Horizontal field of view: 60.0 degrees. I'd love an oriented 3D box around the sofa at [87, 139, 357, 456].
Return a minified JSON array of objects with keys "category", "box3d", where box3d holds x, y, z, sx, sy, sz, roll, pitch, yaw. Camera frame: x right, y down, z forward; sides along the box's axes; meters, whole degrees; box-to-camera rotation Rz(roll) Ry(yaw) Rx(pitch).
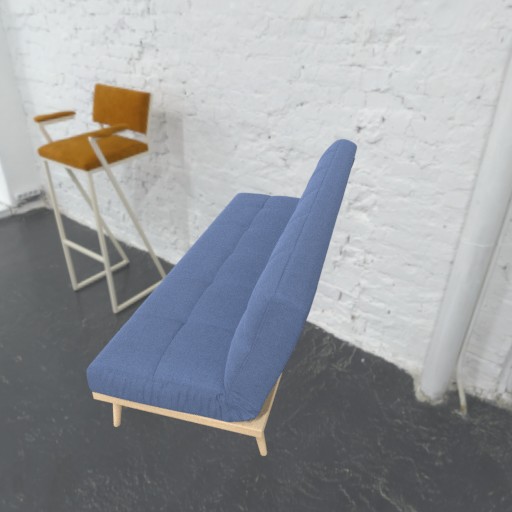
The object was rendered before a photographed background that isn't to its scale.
[{"category":"sofa","box3d":[0.000,0.000,2.226,0.796,0.800,1.800,8,30,14]}]
